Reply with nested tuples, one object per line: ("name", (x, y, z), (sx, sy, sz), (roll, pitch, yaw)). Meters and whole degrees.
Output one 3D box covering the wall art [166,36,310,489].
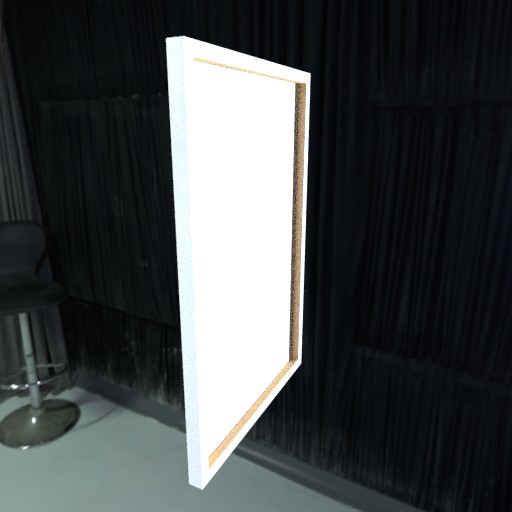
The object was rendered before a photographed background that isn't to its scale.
("wall art", (0.000, 0.000, 1.120), (0.038, 0.912, 0.607), (8, 18, 25))
